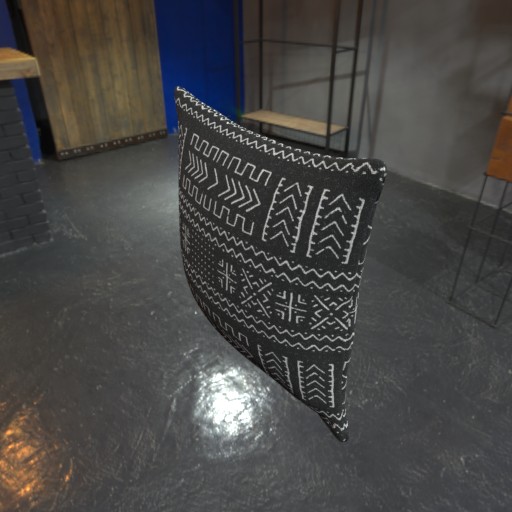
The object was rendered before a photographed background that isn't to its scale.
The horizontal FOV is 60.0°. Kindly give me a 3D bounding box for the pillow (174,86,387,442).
[{"bbox_3d":[0.000,0.000,0.679,0.164,0.430,0.438,-21,37,-30],"label":"pillow"}]
